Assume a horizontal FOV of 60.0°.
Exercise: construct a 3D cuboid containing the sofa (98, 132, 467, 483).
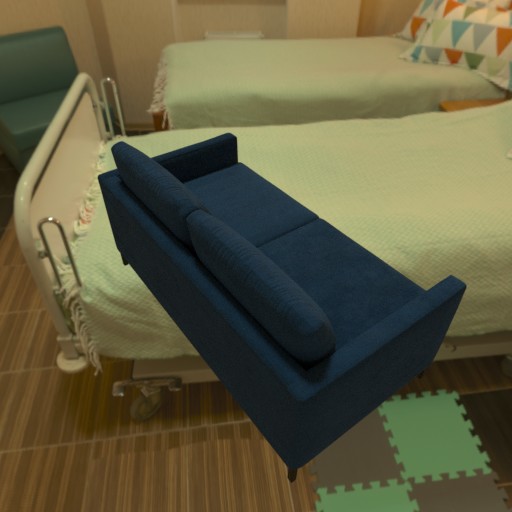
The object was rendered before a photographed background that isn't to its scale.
[{"bbox_3d":[0.000,0.000,2.158,0.875,0.817,1.676,-26,47,-27],"label":"sofa"}]
